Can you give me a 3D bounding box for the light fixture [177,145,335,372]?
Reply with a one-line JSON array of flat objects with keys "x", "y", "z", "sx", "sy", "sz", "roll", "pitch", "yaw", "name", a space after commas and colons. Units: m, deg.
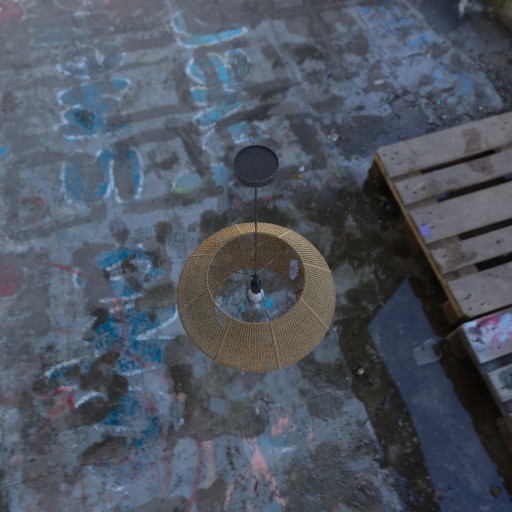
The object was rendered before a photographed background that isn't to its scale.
[{"x": 0.000, "y": 0.000, "z": 1.481, "sx": 0.643, "sy": 1.009, "sz": 0.643, "roll": 0, "pitch": 65, "yaw": 0, "name": "light fixture"}]
